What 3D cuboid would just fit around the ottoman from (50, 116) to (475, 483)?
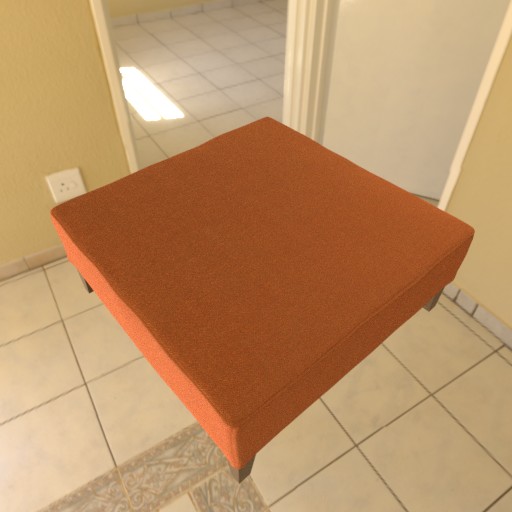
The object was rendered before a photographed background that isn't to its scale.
[{"bbox_3d":[0.000,0.000,1.538,0.997,0.438,0.999,-31,53,-28],"label":"ottoman"}]
